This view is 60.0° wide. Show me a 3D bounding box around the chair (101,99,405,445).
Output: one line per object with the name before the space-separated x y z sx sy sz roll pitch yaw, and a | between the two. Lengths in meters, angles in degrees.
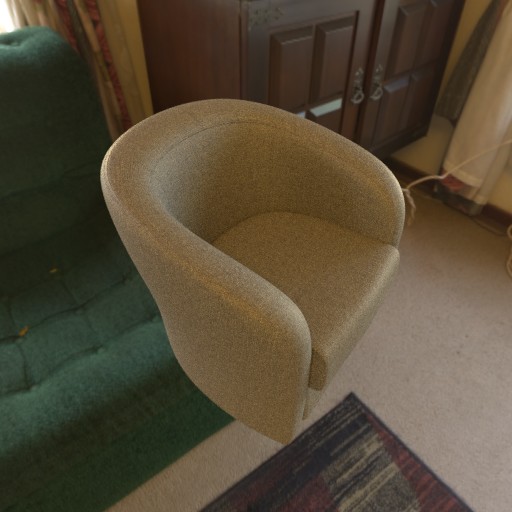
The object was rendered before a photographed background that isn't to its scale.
chair | 0.000 0.000 1.450 0.815 0.771 0.791 25 47 25
